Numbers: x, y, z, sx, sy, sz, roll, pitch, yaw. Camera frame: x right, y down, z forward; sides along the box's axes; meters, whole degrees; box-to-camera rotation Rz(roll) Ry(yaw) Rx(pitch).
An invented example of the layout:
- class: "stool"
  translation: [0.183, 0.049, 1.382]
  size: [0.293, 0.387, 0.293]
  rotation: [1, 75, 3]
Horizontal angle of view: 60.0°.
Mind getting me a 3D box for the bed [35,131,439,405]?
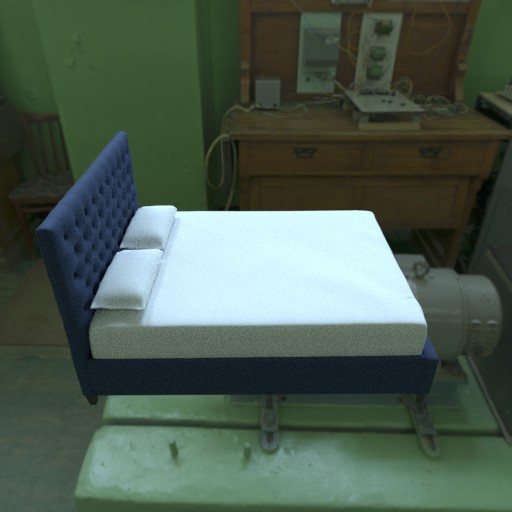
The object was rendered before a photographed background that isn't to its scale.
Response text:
- class: "bed"
  translation: [0.000, 0.000, 3.416]
  size: [2.387, 1.427, 1.706]
  rotation: [0, 33, 0]
